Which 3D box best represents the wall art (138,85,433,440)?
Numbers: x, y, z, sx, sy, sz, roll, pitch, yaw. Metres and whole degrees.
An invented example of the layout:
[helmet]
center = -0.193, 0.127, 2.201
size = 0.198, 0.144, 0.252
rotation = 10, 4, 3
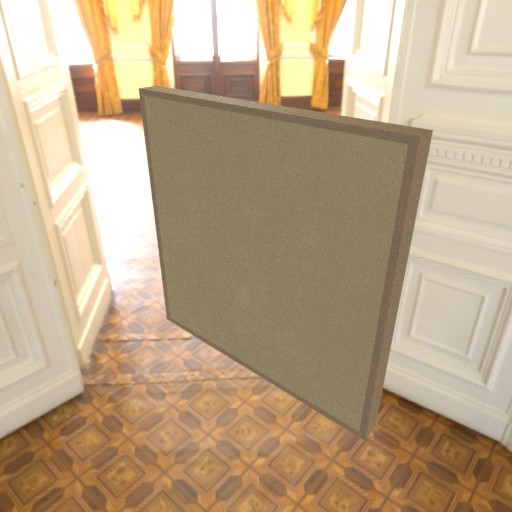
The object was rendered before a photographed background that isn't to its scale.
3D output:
[wall art]
center = 0.000, 0.000, 0.771
size = 0.508, 0.506, 0.038
rotation = 23, 37, 34
